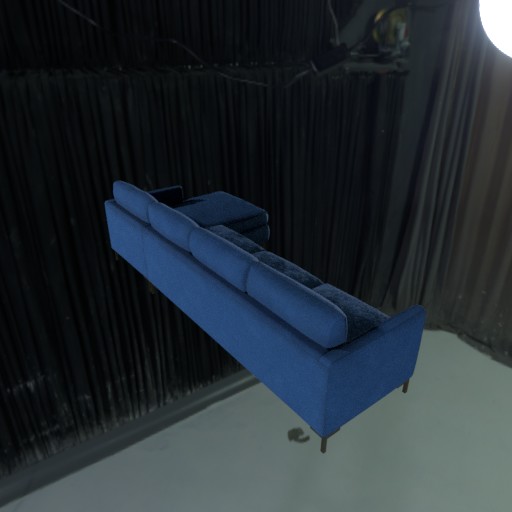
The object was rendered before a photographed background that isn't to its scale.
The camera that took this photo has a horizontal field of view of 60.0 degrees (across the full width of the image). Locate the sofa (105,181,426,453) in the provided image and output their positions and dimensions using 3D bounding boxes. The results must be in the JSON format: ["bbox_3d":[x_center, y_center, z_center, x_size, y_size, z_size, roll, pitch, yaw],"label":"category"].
[{"bbox_3d":[0.000,0.000,3.533,1.350,0.810,2.932,-19,32,-33],"label":"sofa"}]
